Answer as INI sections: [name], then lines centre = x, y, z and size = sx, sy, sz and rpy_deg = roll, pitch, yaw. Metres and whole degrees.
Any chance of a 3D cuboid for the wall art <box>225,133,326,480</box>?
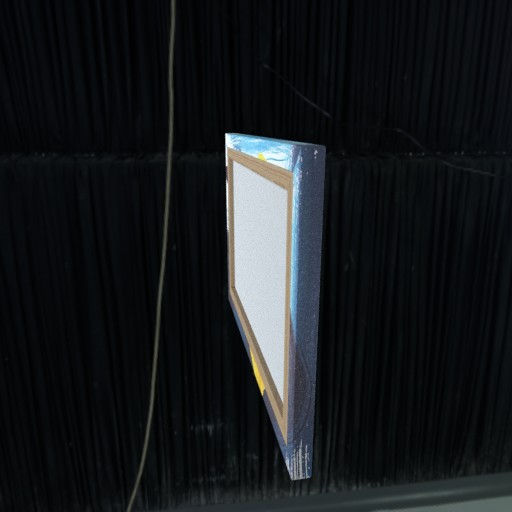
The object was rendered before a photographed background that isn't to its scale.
[wall art]
centre = 0.000, 0.000, 1.178
size = 0.039, 0.610, 0.914
rpy_deg = -3, 17, -10
